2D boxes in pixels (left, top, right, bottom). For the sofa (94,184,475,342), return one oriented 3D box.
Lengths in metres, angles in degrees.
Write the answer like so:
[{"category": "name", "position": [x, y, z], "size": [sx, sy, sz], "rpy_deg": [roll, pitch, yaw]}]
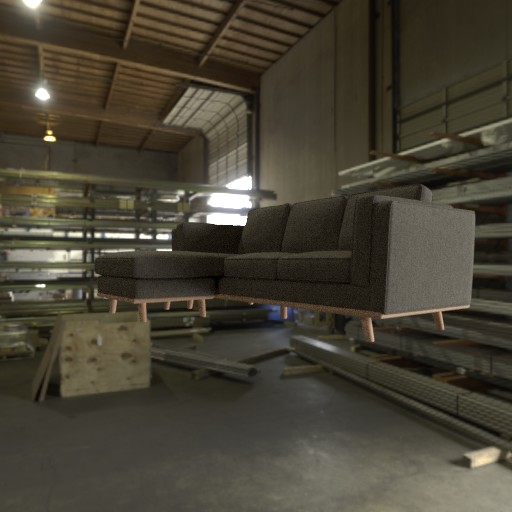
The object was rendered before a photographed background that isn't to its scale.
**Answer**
[{"category": "sofa", "position": [0.000, 0.000, 3.167], "size": [1.604, 0.929, 2.411], "rpy_deg": [0, -1, -37]}]
